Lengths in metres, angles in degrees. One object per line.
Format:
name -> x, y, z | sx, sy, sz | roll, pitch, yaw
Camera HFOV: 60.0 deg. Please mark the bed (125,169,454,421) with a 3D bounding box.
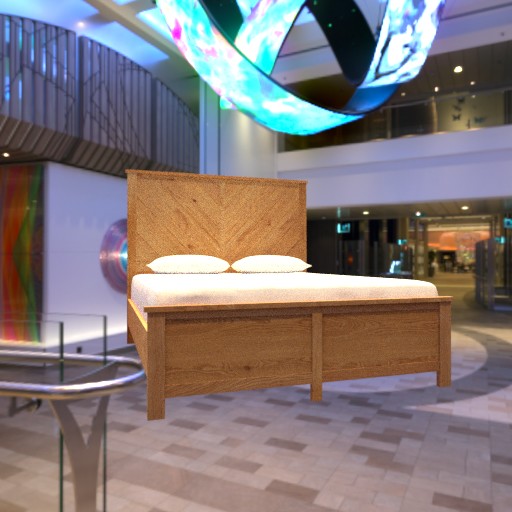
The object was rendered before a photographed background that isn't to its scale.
bed -> 0.000, 0.000, 4.117 | 2.225, 1.938, 2.530 | 0, -1, -19
